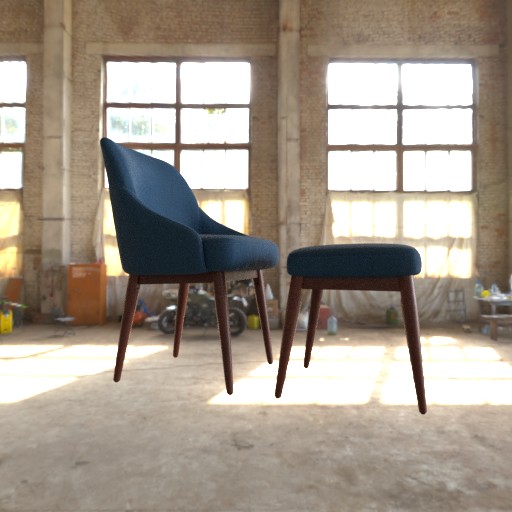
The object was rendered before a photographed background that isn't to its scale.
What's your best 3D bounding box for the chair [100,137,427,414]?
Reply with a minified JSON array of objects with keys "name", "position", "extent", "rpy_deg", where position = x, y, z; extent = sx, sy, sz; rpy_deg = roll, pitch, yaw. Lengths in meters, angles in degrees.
[{"name":"chair","position":[0.000,0.000,1.571],"extent":[1.114,0.866,0.584],"rpy_deg":[0,-1,19]}]
